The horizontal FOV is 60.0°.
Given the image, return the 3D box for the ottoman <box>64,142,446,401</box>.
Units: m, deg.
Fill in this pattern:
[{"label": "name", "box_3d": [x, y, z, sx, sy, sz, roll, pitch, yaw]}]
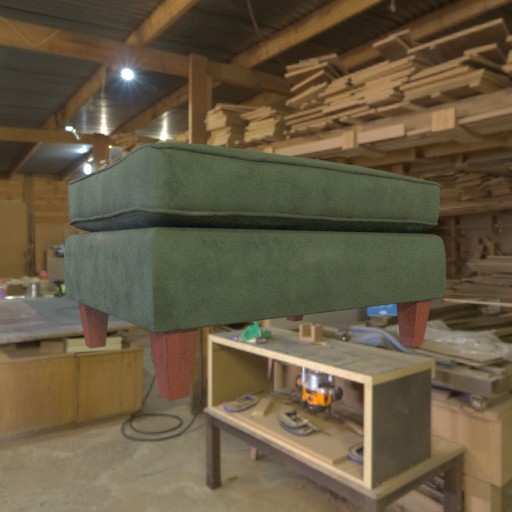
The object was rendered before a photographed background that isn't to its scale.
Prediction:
[{"label": "ottoman", "box_3d": [0.000, 0.000, 1.220, 0.864, 0.495, 0.632, -1, 2, -36]}]
